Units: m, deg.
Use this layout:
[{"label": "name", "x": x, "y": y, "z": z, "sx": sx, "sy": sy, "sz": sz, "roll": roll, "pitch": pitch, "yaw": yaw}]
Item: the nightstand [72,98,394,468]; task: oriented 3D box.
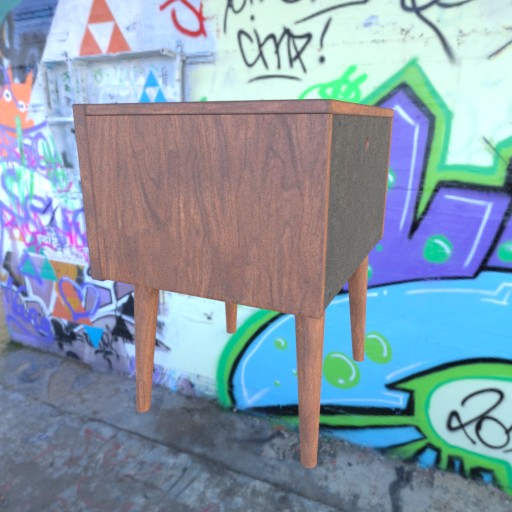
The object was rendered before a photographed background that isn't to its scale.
[{"label": "nightstand", "x": 0.000, "y": 0.000, "z": 0.951, "sx": 0.445, "sy": 0.607, "sz": 0.521, "roll": 8, "pitch": 18, "yaw": 24}]
